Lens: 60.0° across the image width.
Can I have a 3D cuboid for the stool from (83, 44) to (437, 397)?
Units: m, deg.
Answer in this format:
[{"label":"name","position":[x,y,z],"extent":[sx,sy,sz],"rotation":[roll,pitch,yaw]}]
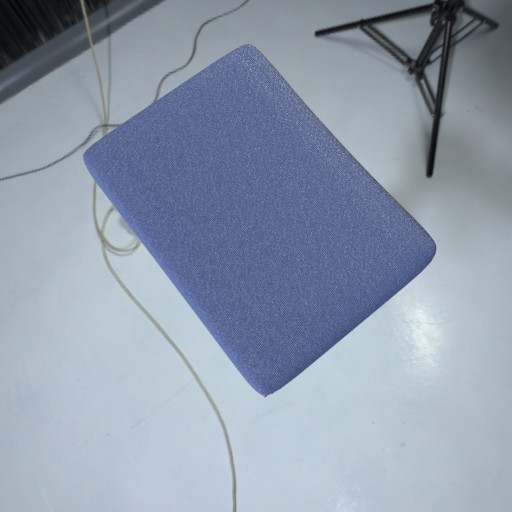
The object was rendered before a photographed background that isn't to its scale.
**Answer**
[{"label":"stool","position":[0.000,0.000,1.031],"extent":[0.358,0.740,0.498],"rotation":[-37,79,-9]}]
